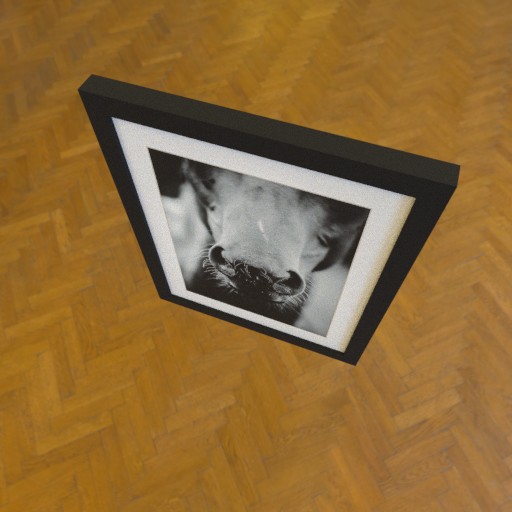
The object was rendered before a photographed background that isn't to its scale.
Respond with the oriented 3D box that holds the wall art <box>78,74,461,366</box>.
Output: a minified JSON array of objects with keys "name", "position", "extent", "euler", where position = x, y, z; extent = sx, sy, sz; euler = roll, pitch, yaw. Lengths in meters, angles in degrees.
[{"name":"wall art","position":[0.000,0.000,0.745],"extent":[0.457,0.559,0.033],"euler":[17,59,11]}]
